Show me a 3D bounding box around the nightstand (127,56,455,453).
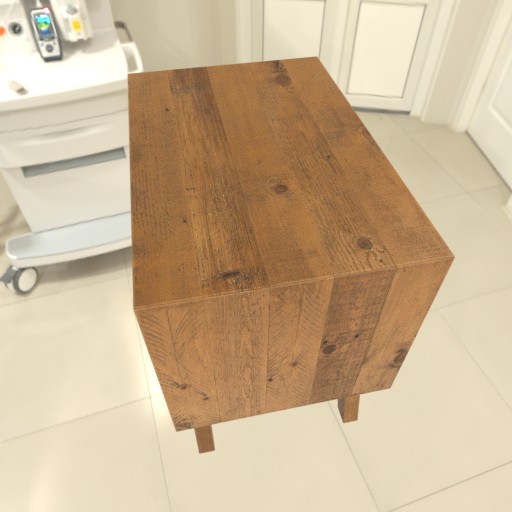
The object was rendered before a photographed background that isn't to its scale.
[{"bbox_3d":[0.000,0.000,1.017,0.450,0.599,0.650,-9,48,-8],"label":"nightstand"}]
